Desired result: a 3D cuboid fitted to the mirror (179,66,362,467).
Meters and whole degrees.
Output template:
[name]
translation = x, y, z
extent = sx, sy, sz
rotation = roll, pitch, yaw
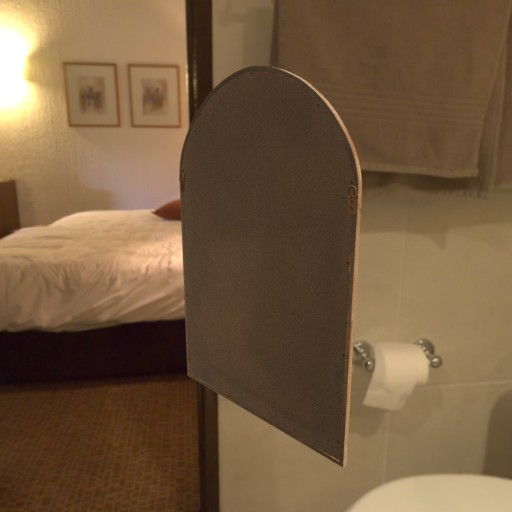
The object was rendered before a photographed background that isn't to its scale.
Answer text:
[mirror]
translation = 0.000, 0.000, 1.152
extent = 0.032, 0.915, 0.609
rotation = -14, 19, -43
